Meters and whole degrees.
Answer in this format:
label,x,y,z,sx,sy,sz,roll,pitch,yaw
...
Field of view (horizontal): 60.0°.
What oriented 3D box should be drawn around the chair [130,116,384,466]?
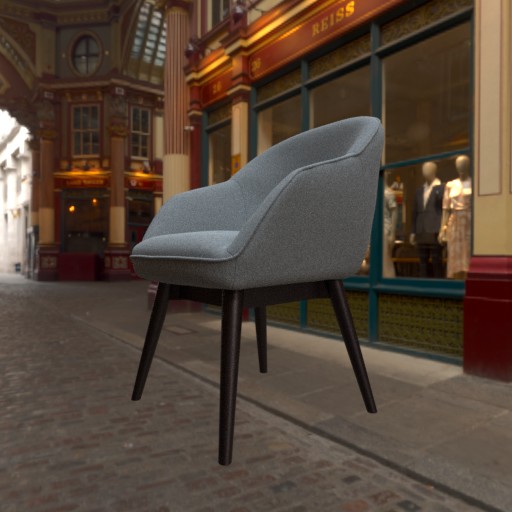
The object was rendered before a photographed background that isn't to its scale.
label,x,y,z,sx,sy,sz,roll,pitch,yaw
chair,0.000,0.000,1.209,0.611,0.810,0.589,-1,1,-37
